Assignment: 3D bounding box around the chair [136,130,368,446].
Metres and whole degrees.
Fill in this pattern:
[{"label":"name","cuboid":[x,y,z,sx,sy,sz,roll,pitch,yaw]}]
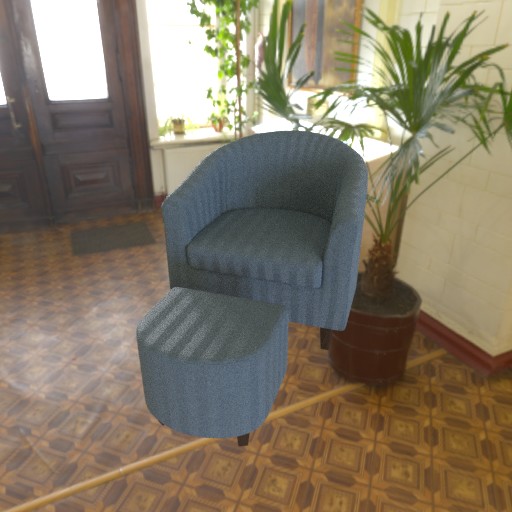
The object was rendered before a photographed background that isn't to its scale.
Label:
[{"label":"chair","cuboid":[0.000,0.000,1.716,0.756,0.757,1.288,8,26,17]}]
